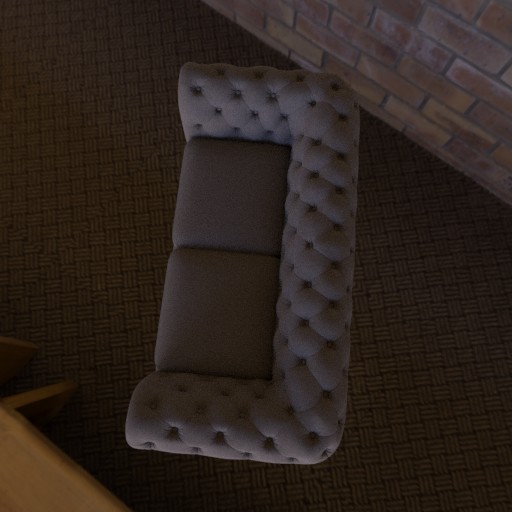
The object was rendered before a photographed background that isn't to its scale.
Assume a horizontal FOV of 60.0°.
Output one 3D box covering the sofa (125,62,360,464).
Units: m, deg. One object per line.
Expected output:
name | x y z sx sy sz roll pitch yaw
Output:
sofa | 0.000 0.000 2.449 0.986 0.764 1.998 5 77 1
